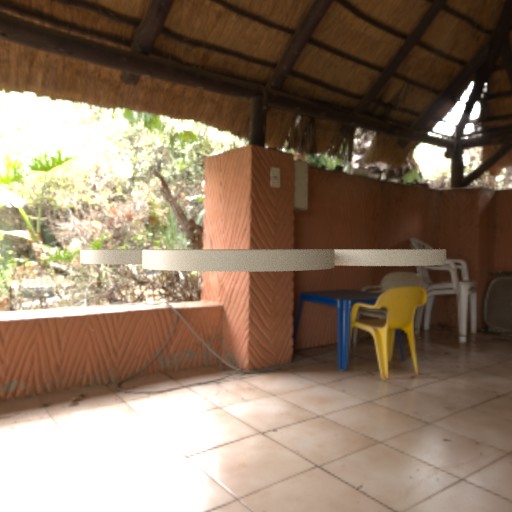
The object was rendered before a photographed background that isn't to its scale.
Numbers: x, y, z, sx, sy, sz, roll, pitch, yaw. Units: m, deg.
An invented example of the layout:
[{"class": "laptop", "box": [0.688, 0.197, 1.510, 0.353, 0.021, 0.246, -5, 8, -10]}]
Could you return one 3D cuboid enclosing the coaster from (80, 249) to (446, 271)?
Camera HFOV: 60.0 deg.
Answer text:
[{"class": "coaster", "box": [0.000, 0.000, 0.334, 0.220, 0.010, 0.224, -1, 1, -37]}]
